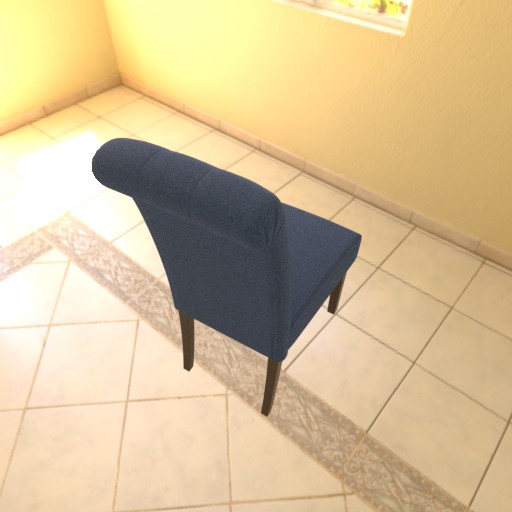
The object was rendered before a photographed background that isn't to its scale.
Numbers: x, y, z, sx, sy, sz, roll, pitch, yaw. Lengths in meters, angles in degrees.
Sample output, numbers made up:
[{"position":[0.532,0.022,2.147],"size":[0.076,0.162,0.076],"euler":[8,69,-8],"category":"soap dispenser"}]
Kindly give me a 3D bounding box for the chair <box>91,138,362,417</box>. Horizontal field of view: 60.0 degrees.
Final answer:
[{"position":[0.000,0.000,1.353],"size":[0.456,1.006,0.671],"euler":[23,51,21],"category":"chair"}]
